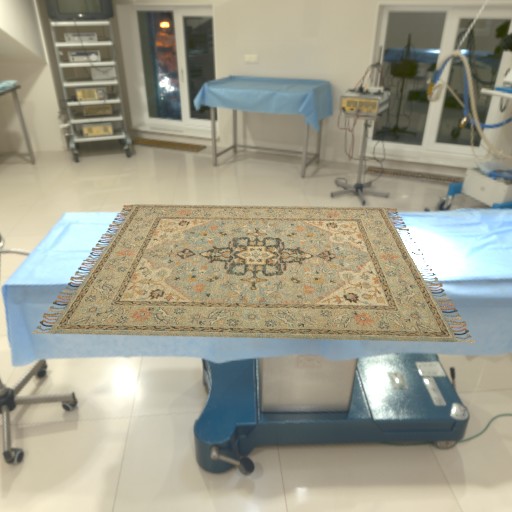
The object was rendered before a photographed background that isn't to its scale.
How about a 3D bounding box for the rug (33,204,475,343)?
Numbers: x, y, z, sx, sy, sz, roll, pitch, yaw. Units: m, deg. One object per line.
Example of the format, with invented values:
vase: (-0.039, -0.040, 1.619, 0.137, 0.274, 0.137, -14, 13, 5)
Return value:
rug: (0.000, 0.000, 2.265, 1.730, 0.009, 1.278, 1, 30, 2)
